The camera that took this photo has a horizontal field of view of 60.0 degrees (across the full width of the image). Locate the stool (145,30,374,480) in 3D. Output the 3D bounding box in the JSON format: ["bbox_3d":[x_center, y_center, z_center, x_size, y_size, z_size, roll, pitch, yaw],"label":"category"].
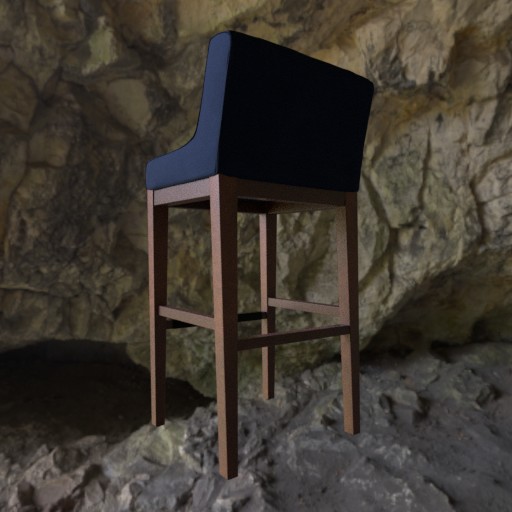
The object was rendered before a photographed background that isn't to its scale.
[{"bbox_3d":[0.000,0.000,1.316,0.511,1.037,0.500,0,0,-37],"label":"stool"}]
